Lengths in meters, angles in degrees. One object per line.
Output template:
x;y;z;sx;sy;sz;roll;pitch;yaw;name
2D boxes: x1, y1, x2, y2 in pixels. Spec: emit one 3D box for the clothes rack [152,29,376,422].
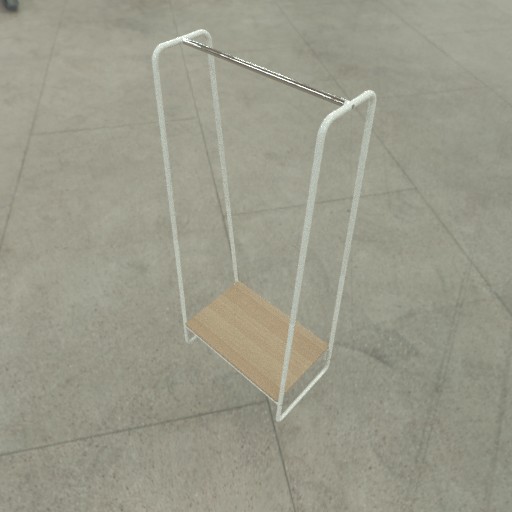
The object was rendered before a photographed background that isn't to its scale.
0.000;0.000;1.751;0.640;1.500;0.400;33;55;28;clothes rack
